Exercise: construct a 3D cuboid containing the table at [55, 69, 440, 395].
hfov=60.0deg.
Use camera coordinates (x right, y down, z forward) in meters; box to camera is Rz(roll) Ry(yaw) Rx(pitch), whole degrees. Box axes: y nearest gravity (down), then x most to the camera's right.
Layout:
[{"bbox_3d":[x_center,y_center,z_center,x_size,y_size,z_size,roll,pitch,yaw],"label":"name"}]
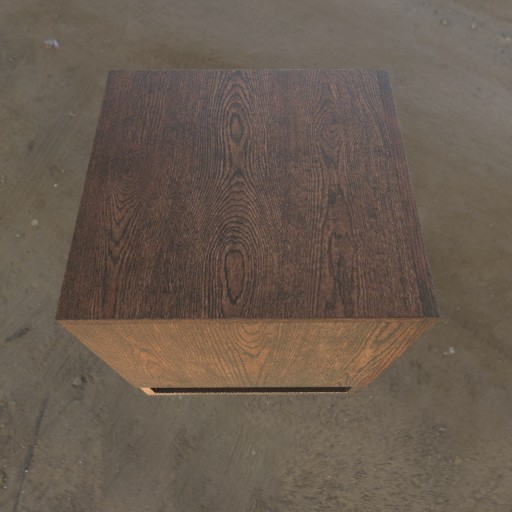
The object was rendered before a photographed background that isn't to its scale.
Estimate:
[{"bbox_3d":[0.000,0.000,0.993,0.566,0.582,0.506,0,62,0],"label":"table"}]
